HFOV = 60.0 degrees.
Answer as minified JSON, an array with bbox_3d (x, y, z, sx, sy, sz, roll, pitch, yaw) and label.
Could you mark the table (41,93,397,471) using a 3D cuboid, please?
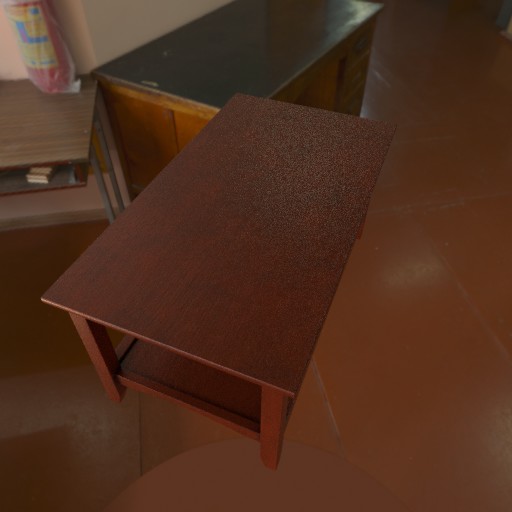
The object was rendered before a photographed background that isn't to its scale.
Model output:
[{"bbox_3d":[0.000,0.000,1.269,0.533,0.456,0.943,17,48,15],"label":"table"}]
